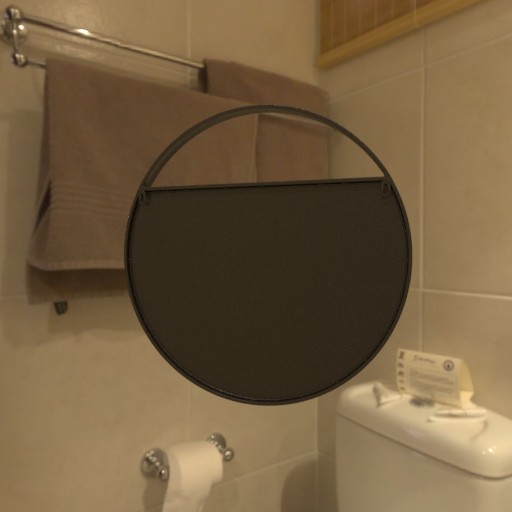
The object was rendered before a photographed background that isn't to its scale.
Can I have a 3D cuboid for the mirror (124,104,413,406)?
[{"bbox_3d":[0.000,0.000,0.850,0.565,0.565,0.032,0,1,17],"label":"mirror"}]
